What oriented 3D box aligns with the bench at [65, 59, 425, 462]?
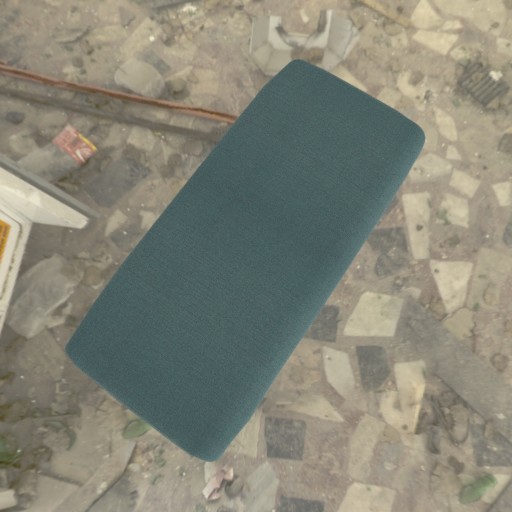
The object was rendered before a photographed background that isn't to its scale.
[{"bbox_3d":[0.000,0.000,1.284,0.476,0.474,0.995,34,77,9],"label":"bench"}]
